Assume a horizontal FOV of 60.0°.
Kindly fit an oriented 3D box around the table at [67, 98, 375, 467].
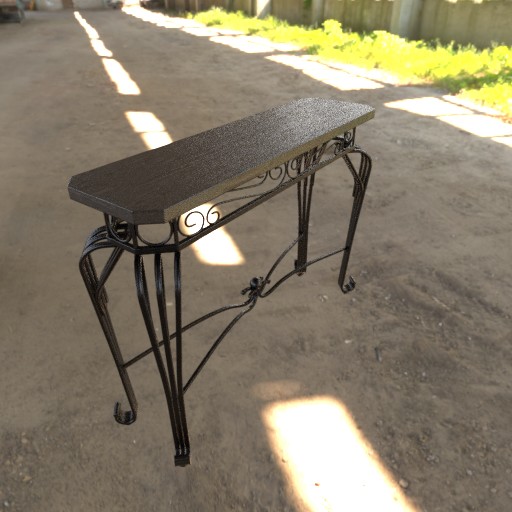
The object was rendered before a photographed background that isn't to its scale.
[{"bbox_3d":[0.000,0.000,1.465,0.329,0.800,1.112,21,37,30],"label":"table"}]
